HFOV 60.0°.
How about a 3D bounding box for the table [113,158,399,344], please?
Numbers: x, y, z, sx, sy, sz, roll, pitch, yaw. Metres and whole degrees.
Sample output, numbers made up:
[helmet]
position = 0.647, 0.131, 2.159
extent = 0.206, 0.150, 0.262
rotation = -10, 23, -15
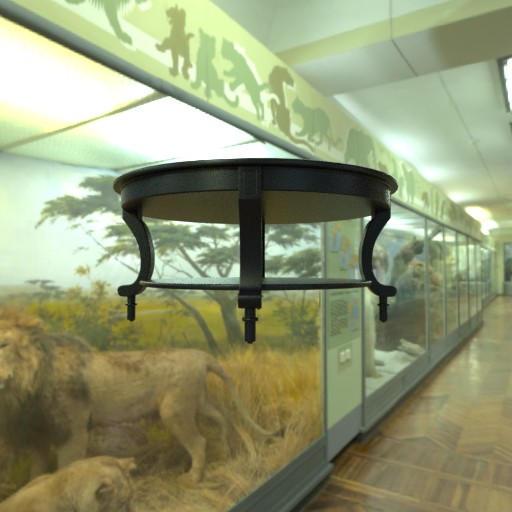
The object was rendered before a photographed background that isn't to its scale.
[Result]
[table]
position = 0.000, 0.000, 1.663
extent = 1.029, 0.491, 1.029
rotation = 0, -1, 0
